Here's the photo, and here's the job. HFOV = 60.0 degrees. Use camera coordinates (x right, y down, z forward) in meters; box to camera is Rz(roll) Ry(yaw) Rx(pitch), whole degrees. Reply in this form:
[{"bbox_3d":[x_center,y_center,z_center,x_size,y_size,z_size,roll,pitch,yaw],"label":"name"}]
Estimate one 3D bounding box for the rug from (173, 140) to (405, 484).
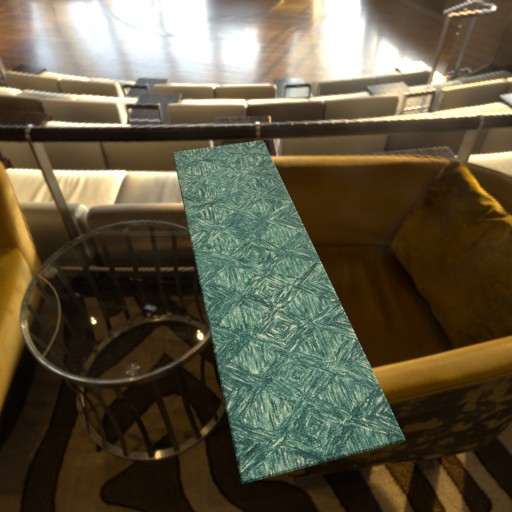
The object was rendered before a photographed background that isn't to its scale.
[{"bbox_3d":[0.000,0.000,2.493,0.676,0.016,2.286,-10,47,-10],"label":"rug"}]
